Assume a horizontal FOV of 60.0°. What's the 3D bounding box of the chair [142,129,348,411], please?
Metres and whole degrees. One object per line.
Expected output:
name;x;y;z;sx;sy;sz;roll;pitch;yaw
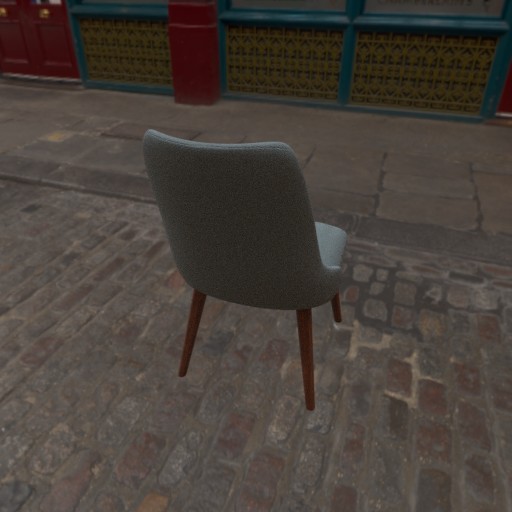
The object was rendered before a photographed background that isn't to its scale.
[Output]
chair;0.000;0.000;1.374;0.535;0.918;0.707;10;33;16
